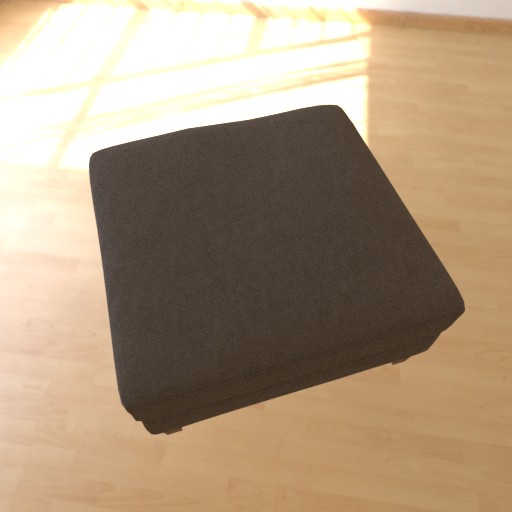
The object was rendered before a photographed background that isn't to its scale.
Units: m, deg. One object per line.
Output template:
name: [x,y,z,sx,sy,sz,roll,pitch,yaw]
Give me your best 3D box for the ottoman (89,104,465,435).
ottoman: [0.000,0.000,1.412,0.881,0.482,0.861,-14,57,-9]
